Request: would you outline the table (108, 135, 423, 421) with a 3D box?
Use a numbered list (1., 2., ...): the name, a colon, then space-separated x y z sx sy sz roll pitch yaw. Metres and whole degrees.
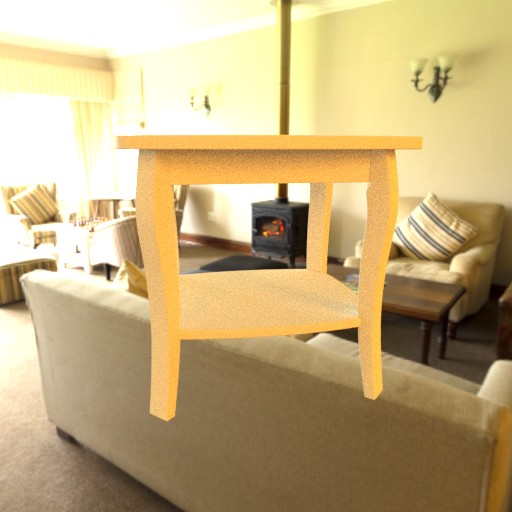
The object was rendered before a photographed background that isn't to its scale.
1. table: 0.000 0.000 0.852 0.502 0.438 0.451 -2 14 -10
